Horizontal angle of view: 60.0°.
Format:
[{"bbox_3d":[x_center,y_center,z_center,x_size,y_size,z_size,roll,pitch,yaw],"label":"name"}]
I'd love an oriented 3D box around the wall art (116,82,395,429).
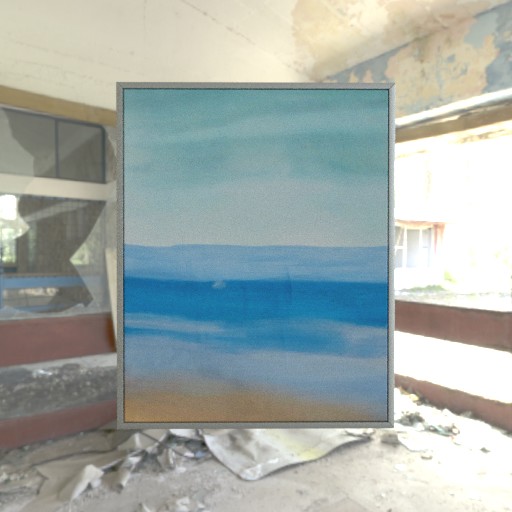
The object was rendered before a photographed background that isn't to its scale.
[{"bbox_3d":[0.000,0.000,0.726,0.445,0.553,0.039,0,0,0],"label":"wall art"}]
